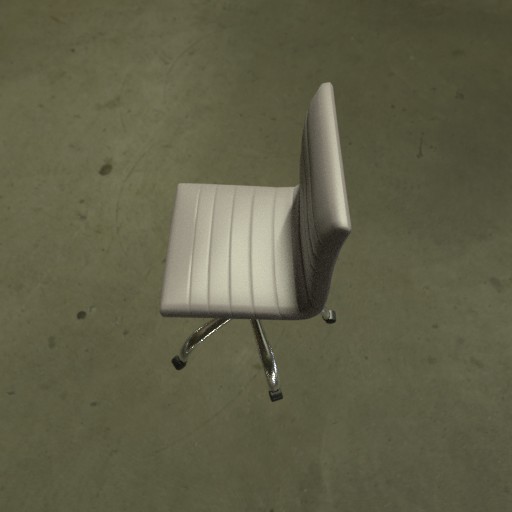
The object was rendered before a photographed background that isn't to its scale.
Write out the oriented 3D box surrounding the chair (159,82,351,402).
[{"bbox_3d":[0.000,0.000,1.157,0.530,0.780,0.556,1,57,0],"label":"chair"}]
